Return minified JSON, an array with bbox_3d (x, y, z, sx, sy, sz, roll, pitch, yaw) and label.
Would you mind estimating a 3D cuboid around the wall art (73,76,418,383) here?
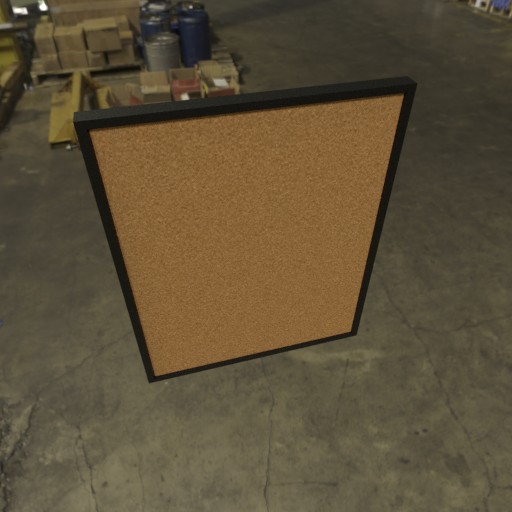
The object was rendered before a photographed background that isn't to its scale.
[{"bbox_3d":[0.000,0.000,0.766,0.457,0.559,0.029,-10,43,-11],"label":"wall art"}]
